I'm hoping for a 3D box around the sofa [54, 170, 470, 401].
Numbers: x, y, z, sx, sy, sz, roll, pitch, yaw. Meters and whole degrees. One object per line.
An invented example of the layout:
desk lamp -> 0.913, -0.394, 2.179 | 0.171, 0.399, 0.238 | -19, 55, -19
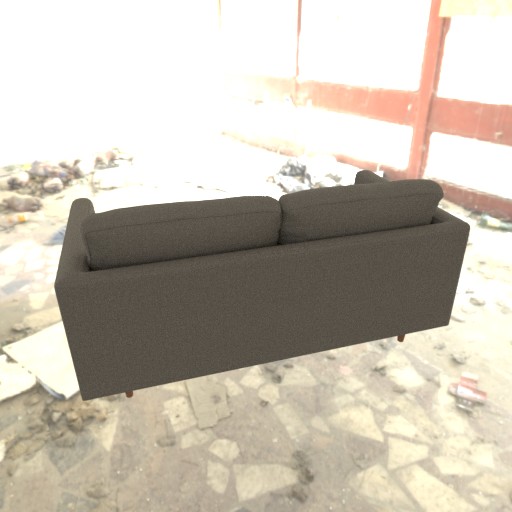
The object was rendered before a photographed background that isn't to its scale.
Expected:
sofa -> 0.000, 0.000, 2.216 | 1.713, 0.866, 0.940 | -8, 28, -15
